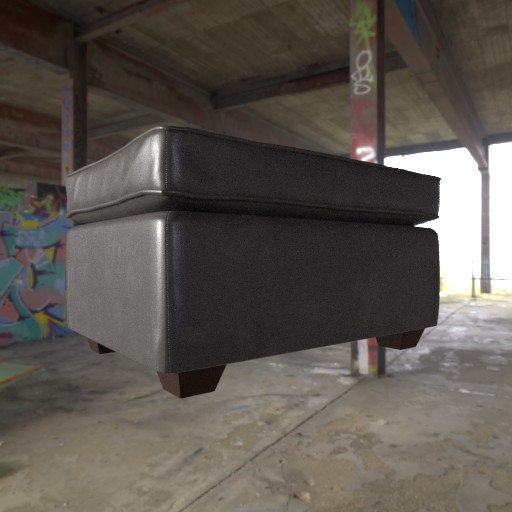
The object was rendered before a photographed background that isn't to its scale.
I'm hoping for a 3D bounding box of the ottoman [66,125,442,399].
[{"bbox_3d":[0.000,0.000,1.068,0.756,0.445,0.554,0,0,-37],"label":"ottoman"}]
